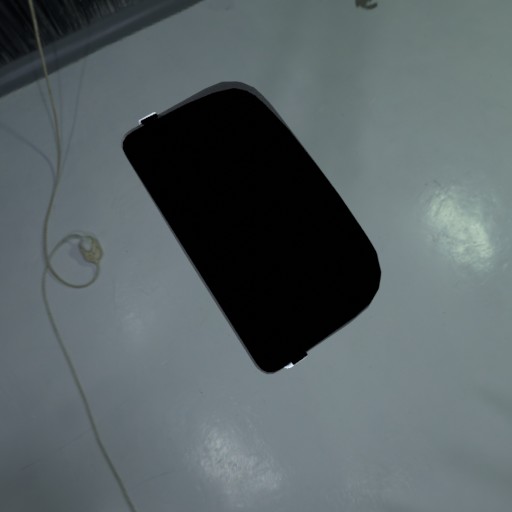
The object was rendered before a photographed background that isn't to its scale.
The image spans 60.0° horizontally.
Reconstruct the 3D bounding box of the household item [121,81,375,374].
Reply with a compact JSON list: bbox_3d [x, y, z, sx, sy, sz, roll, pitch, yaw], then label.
[{"bbox_3d":[0.000,0.000,0.146,0.038,0.114,0.070,-32,78,-8],"label":"household item"}]
